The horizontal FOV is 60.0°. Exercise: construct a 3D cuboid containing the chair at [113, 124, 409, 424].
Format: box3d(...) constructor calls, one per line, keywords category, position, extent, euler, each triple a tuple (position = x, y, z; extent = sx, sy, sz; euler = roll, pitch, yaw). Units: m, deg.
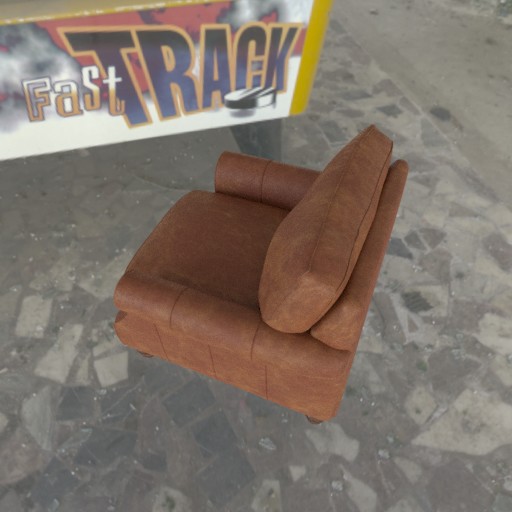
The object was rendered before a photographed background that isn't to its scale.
box3d(category="chair", position=(0.000, 0.000, 1.834), extent=(0.986, 0.962, 0.983), euler=(17, 49, 15))
